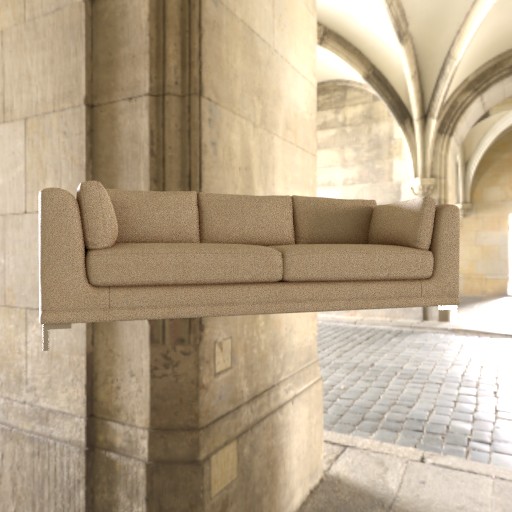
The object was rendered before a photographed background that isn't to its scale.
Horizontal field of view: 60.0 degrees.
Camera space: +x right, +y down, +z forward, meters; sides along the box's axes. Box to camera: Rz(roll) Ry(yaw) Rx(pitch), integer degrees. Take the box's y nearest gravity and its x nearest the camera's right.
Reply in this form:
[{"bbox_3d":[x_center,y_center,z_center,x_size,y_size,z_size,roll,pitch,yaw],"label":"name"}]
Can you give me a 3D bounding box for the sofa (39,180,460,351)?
[{"bbox_3d":[0.000,0.000,2.857,2.415,0.867,0.969,0,1,-18],"label":"sofa"}]
